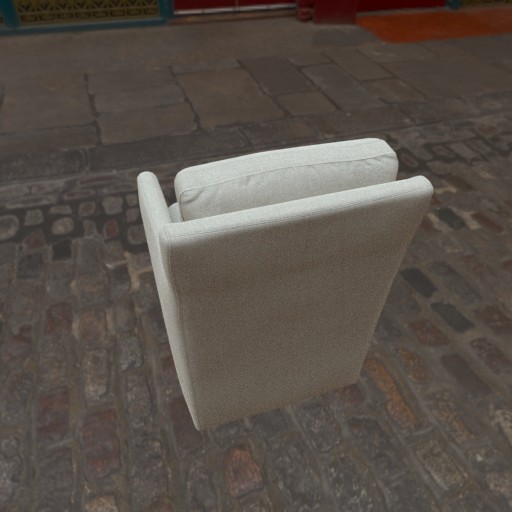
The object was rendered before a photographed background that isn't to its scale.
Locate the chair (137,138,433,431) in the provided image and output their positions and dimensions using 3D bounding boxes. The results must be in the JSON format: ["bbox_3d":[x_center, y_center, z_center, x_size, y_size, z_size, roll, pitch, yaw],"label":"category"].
[{"bbox_3d":[0.000,0.000,1.376,0.626,0.914,0.694,-12,43,-14],"label":"chair"}]
